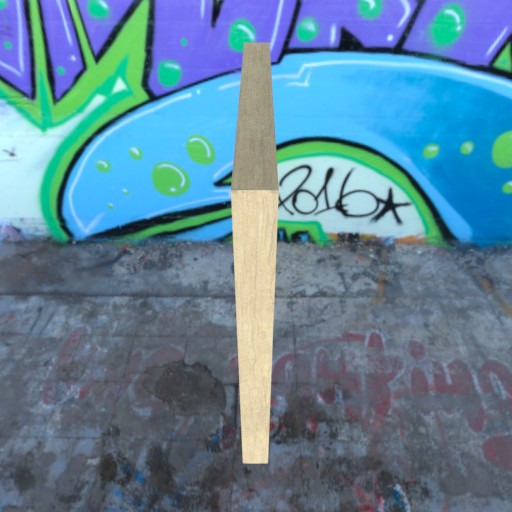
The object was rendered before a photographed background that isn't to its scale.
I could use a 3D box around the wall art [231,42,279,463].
[{"bbox_3d":[0.000,0.000,0.517,0.030,0.380,0.312,0,41,0],"label":"wall art"}]
